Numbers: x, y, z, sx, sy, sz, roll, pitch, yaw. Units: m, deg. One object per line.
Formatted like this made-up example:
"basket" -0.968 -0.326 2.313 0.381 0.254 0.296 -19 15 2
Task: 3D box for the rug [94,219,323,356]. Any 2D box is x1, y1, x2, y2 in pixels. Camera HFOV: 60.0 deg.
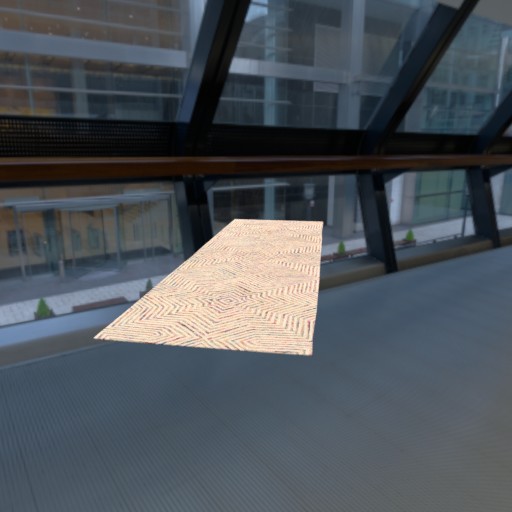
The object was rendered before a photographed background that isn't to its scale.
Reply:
"rug" 0.000 0.000 2.656 0.771 0.009 2.443 2 15 9
